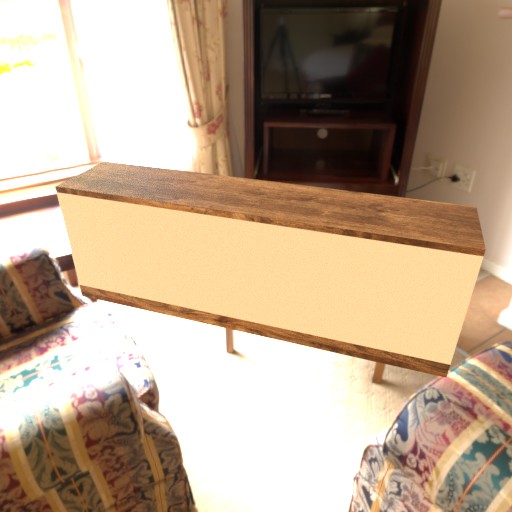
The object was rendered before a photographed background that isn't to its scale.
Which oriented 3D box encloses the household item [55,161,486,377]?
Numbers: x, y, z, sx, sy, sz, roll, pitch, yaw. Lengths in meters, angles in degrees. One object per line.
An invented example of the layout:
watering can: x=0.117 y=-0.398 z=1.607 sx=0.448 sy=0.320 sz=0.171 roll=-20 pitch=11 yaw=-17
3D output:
household item: x=0.000 y=0.000 z=2.088 sx=1.800 sy=0.615 sz=0.390 roll=10 pitch=32 yaw=16
